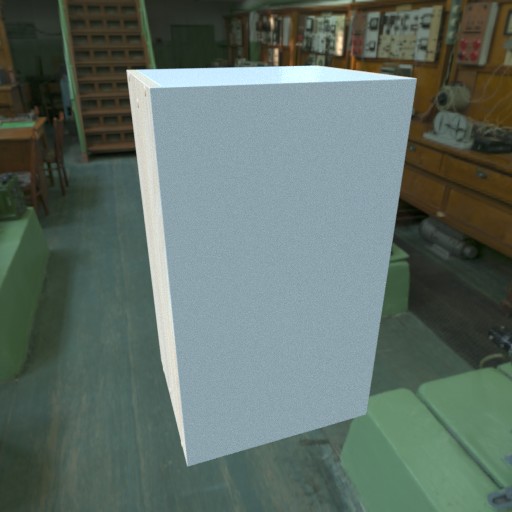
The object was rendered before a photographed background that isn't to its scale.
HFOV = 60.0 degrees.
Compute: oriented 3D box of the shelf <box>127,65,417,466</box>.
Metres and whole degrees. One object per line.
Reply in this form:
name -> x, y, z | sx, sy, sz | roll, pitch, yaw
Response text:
shelf -> 0.000, 0.000, 0.787 | 0.350, 0.600, 0.290 | -9, 28, -17
